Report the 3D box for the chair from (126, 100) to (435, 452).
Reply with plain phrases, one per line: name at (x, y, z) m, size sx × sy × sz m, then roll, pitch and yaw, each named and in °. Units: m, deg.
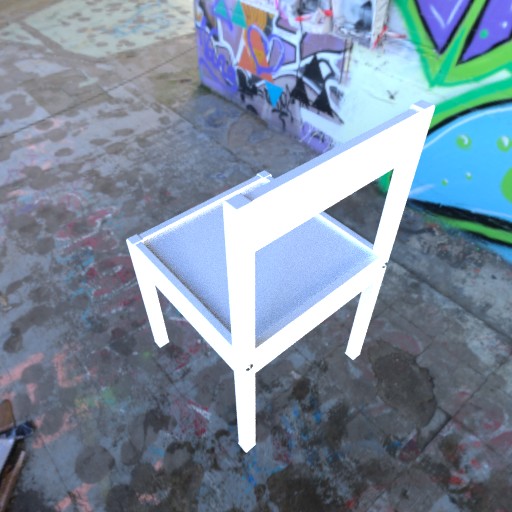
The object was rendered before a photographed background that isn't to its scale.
chair at (0.000, 0.000, 0.680) m, size 0.285 × 0.505 × 0.285 m, roll -31°, pitch 53°, yaw -27°
